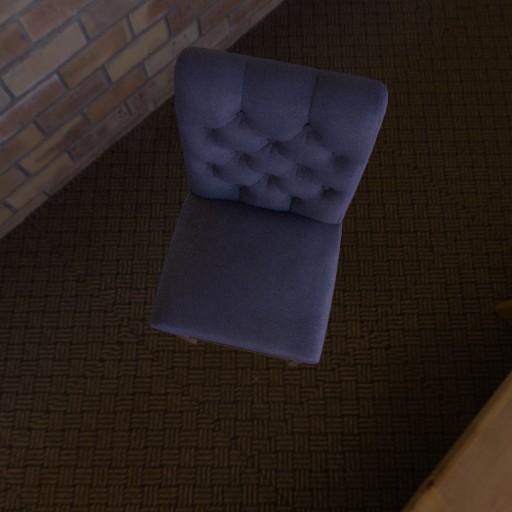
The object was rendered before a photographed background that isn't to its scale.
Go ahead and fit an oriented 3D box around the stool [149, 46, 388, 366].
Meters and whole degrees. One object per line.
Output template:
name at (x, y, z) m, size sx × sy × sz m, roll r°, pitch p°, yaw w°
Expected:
stool at (0.000, 0.000, 1.417) m, size 0.493 × 1.140 × 0.601 m, roll 12°, pitch 75°, yaw 3°
